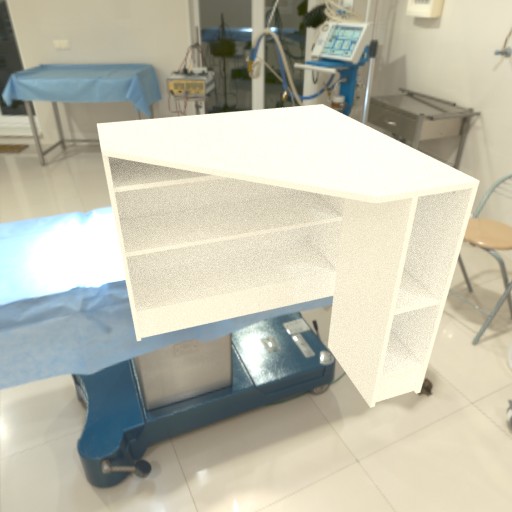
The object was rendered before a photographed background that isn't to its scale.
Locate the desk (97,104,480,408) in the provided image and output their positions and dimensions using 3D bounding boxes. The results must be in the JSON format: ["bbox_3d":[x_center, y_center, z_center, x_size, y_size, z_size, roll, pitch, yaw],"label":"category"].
[{"bbox_3d":[0.000,0.000,1.635,0.940,0.818,0.926,-10,33,-16],"label":"desk"}]
